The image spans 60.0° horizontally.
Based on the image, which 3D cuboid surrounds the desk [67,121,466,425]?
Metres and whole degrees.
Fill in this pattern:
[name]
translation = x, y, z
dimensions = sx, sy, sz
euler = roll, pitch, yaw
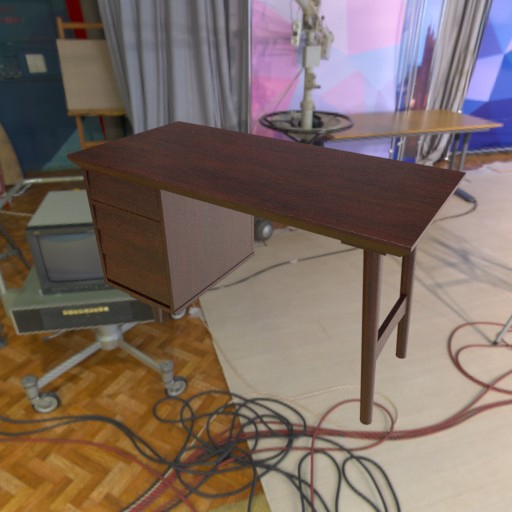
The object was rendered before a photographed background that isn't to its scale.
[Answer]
[desk]
translation = 0.000, 0.000, 1.750
dimensions = 1.277, 0.758, 0.612
euler = 18, 35, 28
